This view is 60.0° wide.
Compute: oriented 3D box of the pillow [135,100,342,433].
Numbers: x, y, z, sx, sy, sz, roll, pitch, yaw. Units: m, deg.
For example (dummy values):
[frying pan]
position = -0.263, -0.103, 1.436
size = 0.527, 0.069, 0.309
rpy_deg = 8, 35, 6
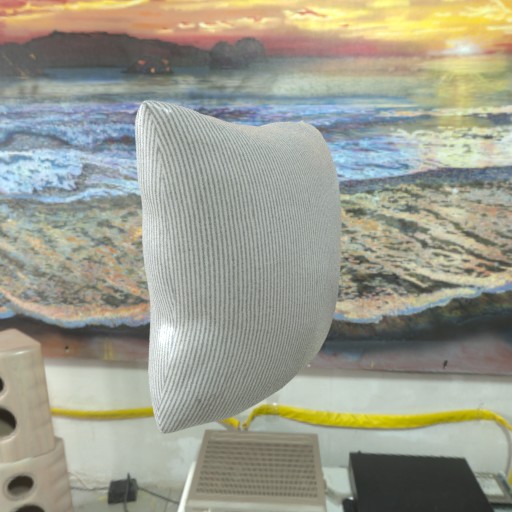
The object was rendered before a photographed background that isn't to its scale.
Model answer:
[pillow]
position = 0.000, 0.000, 0.695
size = 0.387, 0.432, 0.310
rpy_deg = -7, 16, -26
